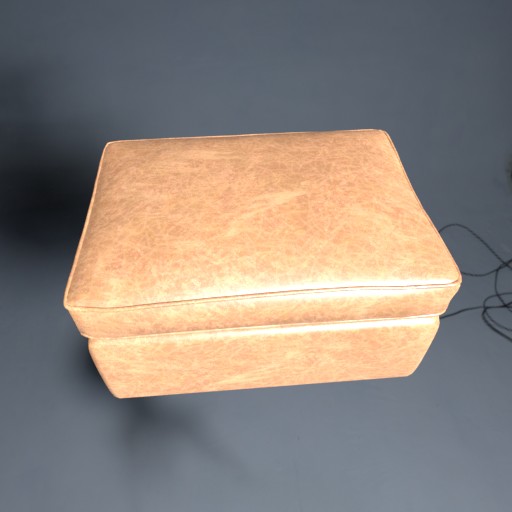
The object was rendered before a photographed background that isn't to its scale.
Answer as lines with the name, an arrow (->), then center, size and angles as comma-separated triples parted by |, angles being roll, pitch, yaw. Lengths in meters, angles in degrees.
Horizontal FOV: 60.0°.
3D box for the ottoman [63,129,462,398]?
ottoman -> 0.000, 0.000, 1.117 | 0.756, 0.468, 0.554 | -3, 47, -3
